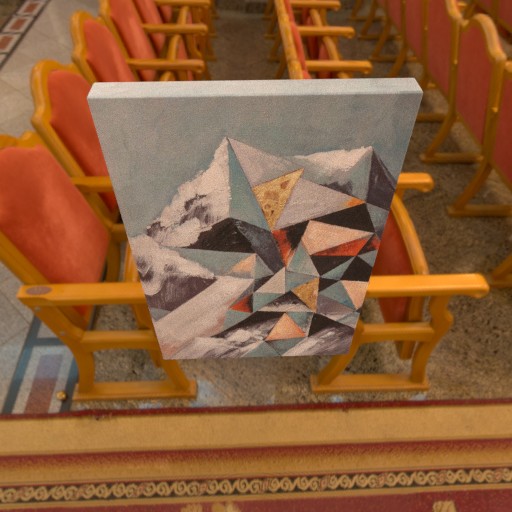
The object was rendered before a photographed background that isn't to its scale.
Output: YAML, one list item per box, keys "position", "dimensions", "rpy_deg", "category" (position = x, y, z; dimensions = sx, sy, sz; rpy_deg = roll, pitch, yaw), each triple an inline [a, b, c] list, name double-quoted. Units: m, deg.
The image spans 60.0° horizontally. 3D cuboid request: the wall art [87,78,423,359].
- position: [0.000, 0.000, 1.149]
  dimensions: [0.609, 0.911, 0.061]
  rpy_deg: [-1, 47, -1]
  category: "wall art"
